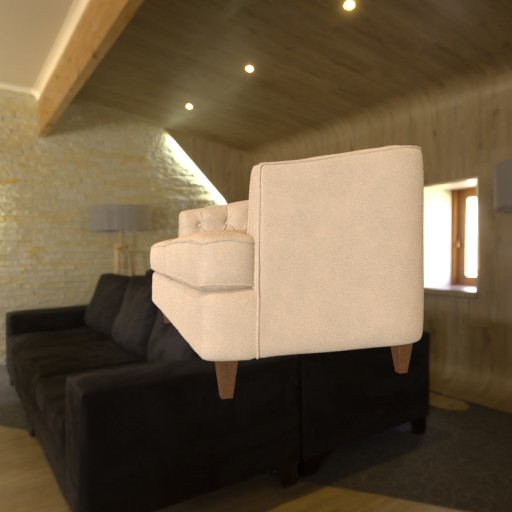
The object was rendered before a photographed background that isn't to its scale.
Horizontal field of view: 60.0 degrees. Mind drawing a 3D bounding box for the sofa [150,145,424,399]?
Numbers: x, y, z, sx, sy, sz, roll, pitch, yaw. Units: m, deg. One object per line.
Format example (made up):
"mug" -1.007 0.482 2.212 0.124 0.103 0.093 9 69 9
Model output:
"sofa" 0.000 0.000 2.248 0.940 0.878 1.731 0 0 -18
